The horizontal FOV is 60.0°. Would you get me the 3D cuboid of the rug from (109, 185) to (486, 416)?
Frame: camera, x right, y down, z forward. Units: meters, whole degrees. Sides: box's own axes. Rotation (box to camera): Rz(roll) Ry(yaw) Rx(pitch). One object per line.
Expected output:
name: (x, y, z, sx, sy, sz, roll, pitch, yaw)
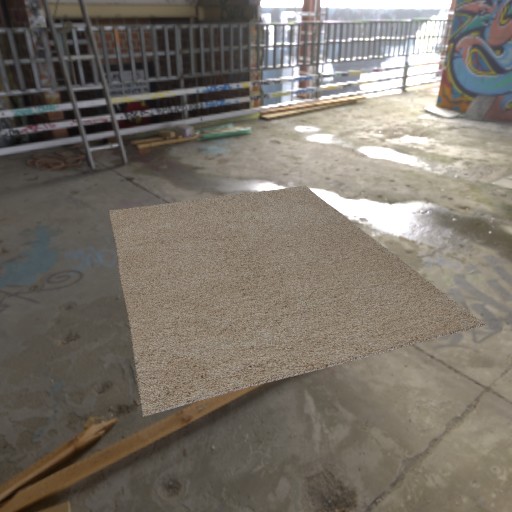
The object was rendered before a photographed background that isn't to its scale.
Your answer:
rug: (0.000, 0.000, 4.035, 2.400, 0.025, 3.000, -10, 31, -17)
